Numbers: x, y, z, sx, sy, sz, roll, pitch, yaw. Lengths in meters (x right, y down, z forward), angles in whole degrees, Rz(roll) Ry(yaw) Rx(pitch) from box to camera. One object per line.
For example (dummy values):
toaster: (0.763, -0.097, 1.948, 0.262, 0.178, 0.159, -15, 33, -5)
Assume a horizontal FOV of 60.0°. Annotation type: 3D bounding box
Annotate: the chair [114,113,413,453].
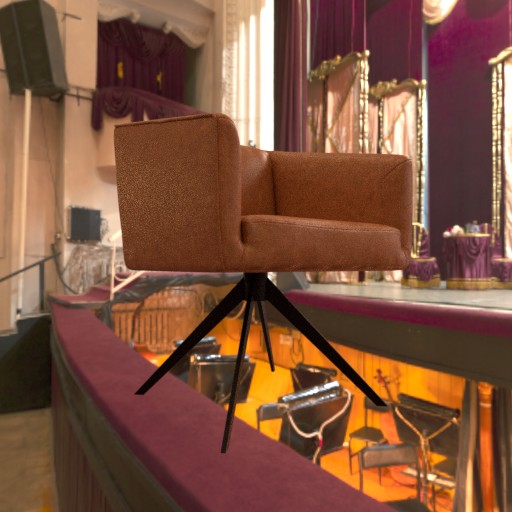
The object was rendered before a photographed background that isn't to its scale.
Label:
chair: (0.000, 0.000, 1.179, 0.588, 0.760, 0.625, 1, -1, -35)
